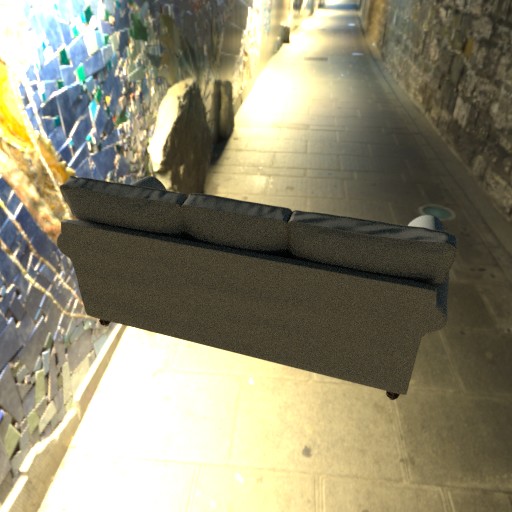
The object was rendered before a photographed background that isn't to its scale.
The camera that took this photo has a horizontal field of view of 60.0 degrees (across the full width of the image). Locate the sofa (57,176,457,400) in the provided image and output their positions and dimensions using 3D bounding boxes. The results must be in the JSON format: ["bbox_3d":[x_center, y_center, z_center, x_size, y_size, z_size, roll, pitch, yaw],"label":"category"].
[{"bbox_3d":[0.000,0.000,2.634,2.084,0.961,0.916,10,33,16],"label":"sofa"}]
